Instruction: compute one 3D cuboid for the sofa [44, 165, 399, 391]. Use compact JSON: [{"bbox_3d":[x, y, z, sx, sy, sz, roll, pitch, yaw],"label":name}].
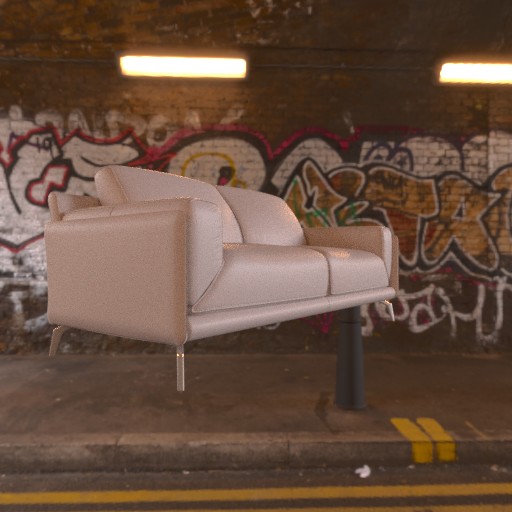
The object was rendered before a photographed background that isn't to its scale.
[{"bbox_3d":[0.000,0.000,2.557,1.049,0.930,2.101,0,0,37],"label":"sofa"}]
